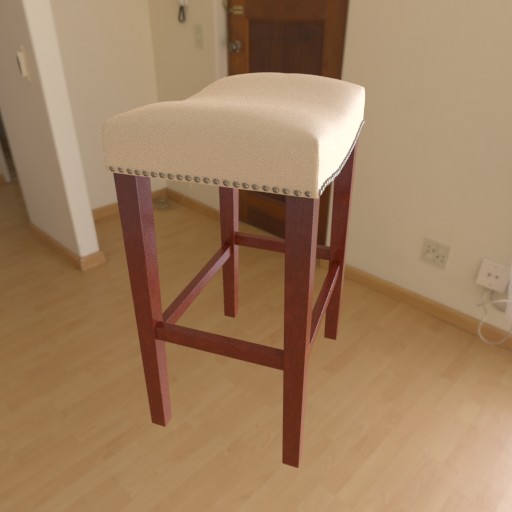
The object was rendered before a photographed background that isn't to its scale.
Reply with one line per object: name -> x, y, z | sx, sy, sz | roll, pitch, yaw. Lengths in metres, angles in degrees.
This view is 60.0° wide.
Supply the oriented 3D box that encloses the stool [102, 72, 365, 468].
stool -> 0.000, 0.000, 1.029 | 0.372, 0.742, 0.504 | 10, 31, 17
